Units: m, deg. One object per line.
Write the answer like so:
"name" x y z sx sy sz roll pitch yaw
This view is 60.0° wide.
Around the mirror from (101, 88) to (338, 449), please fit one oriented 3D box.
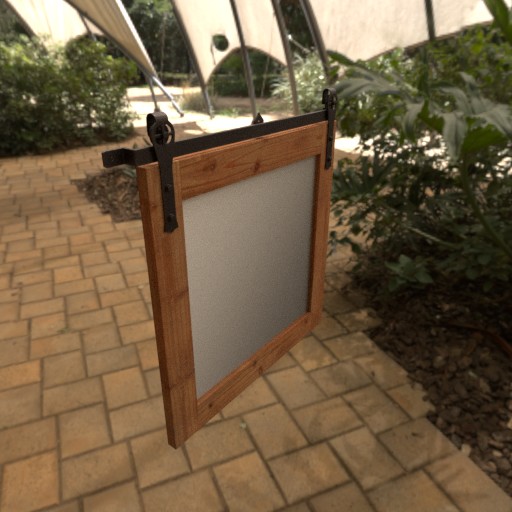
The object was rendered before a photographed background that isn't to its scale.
"mirror" 0.000 0.000 1.185 0.054 0.800 0.805 18 31 34
